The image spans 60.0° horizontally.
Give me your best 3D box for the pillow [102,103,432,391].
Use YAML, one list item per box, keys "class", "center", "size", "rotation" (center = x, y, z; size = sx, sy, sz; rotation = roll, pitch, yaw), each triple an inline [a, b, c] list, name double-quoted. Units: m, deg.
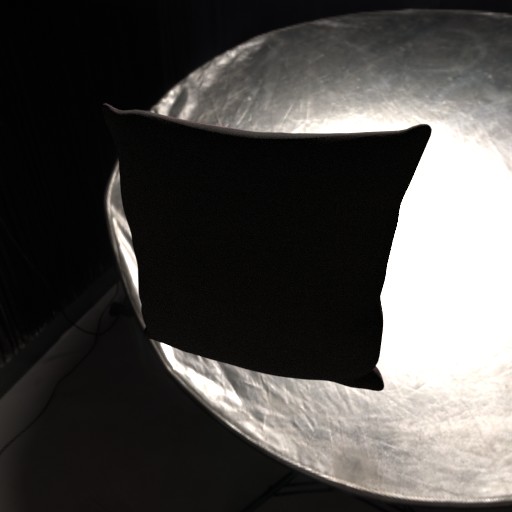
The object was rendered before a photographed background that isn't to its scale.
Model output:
- class: "pillow"
  center: [0.000, 0.000, 0.765]
  size: [0.503, 0.496, 0.208]
  rotation: [9, 33, 15]
